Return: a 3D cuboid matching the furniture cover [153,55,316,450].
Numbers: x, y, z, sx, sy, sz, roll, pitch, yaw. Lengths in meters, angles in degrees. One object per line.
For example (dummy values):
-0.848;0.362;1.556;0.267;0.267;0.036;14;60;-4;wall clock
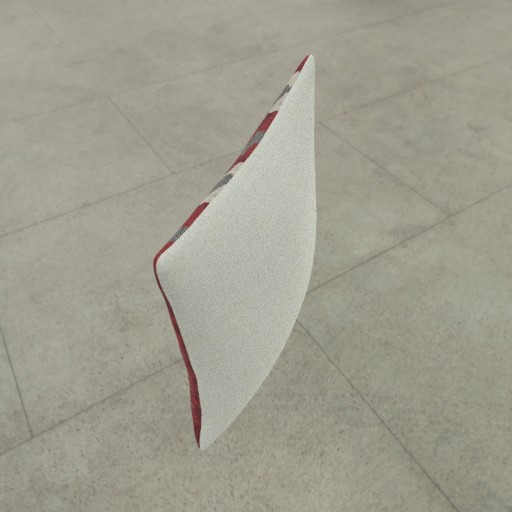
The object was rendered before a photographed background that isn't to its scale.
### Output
0.000;0.000;0.644;0.145;0.420;0.435;17;49;15;furniture cover
